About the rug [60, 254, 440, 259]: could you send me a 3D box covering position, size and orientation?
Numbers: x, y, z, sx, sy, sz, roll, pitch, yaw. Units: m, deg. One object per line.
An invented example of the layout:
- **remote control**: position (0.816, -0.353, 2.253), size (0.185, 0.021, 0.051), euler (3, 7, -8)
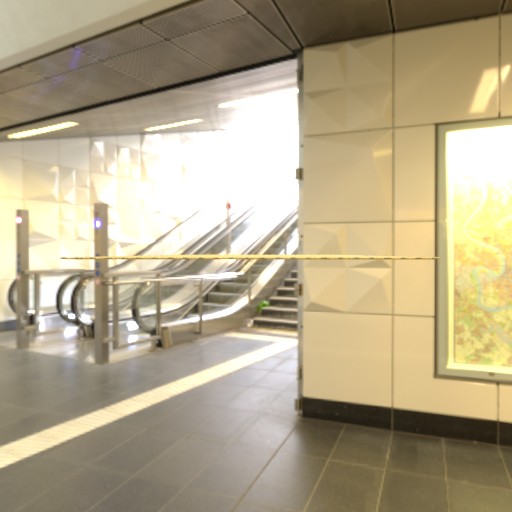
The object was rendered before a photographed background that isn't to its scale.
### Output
- **rug**: position (0.000, 0.000, 2.982), size (1.539, 0.011, 2.410), euler (0, 0, 2)
